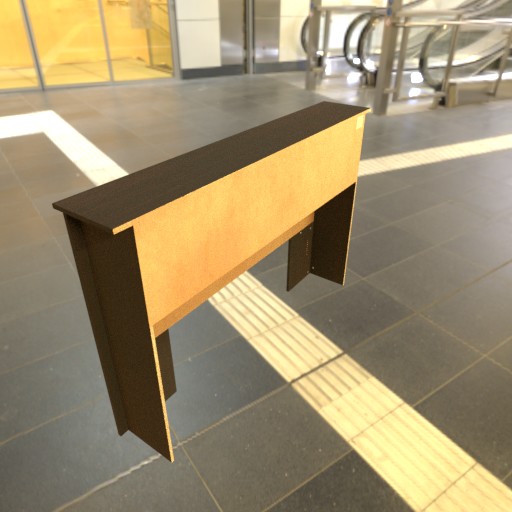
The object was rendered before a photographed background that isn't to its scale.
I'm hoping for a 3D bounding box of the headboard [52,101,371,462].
[{"bbox_3d":[0.000,0.000,2.102,0.279,1.092,1.671,21,37,30],"label":"headboard"}]
